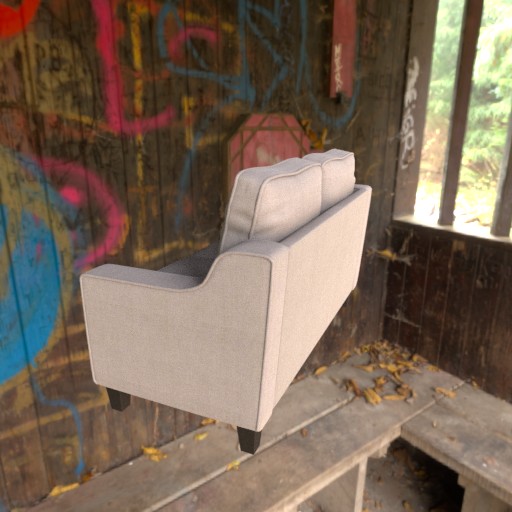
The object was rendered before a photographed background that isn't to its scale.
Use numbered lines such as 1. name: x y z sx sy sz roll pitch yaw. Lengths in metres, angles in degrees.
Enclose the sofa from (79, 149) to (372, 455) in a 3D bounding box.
1. sofa: 0.000 0.000 2.114 0.791 0.948 1.500 8 19 23
